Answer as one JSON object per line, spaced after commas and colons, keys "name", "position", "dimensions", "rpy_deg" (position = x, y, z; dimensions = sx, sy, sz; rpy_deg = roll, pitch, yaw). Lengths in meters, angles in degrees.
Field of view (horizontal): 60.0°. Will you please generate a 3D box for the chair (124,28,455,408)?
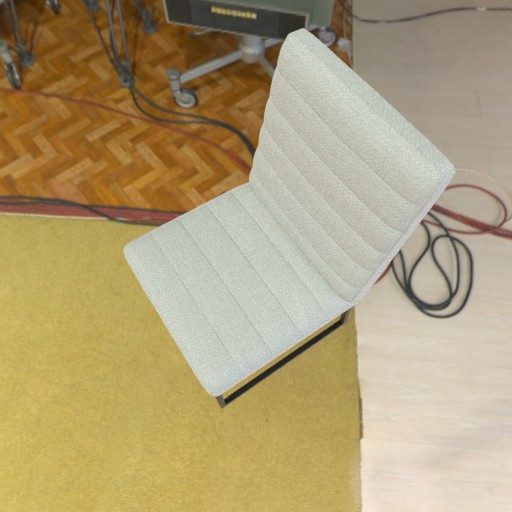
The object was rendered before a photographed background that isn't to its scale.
{"name": "chair", "position": [0.000, 0.000, 1.278], "dimensions": [0.634, 0.930, 0.520], "rpy_deg": [-31, 67, -14]}
